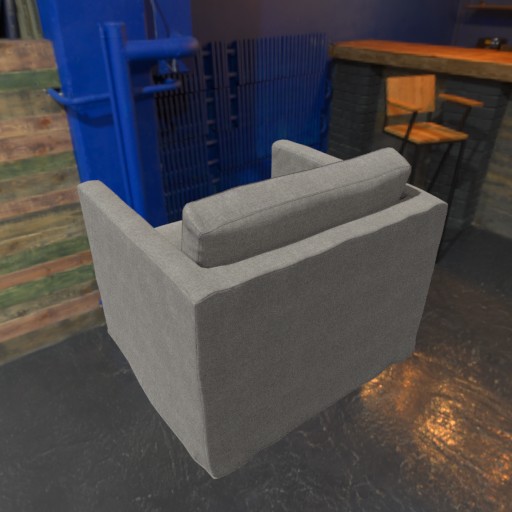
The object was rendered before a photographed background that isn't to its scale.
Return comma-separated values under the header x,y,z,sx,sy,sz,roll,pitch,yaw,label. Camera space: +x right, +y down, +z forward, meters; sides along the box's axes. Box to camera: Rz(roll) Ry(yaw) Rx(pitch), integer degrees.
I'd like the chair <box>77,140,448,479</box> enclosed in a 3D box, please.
x,y,z,sx,sy,sz,roll,pitch,yaw,label
0.000,0.000,1.748,1.057,0.863,0.949,-20,36,-30,chair
